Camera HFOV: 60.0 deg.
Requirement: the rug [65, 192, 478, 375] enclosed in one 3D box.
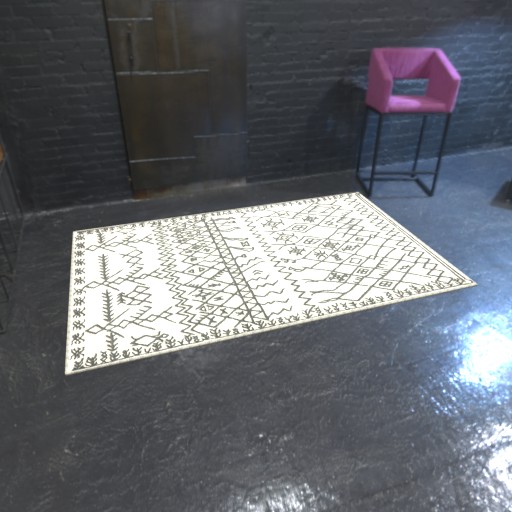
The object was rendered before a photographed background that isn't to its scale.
[{"bbox_3d":[0.000,0.000,3.088,2.444,0.012,1.526,-10,33,-15],"label":"rug"}]
